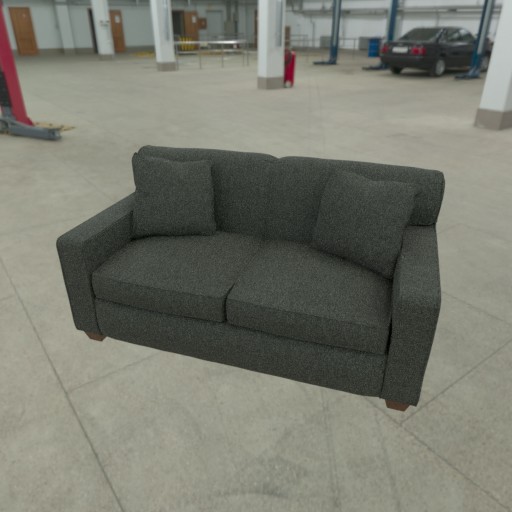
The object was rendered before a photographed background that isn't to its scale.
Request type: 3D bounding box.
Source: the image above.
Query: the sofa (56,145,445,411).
[{"bbox_3d":[0.000,0.000,2.438,1.846,0.958,0.998,9,29,16],"label":"sofa"}]
